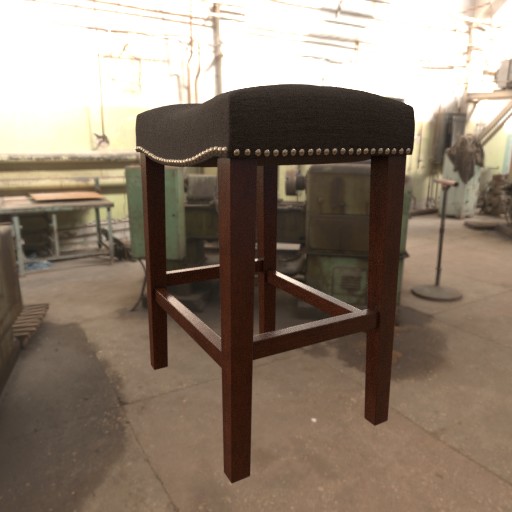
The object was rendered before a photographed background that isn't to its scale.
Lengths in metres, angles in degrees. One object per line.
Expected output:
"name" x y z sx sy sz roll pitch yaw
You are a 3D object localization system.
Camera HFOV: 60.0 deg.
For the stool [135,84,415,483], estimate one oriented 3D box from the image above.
"stool" 0.000 0.000 0.963 0.372 0.654 0.504 -8 16 -28
